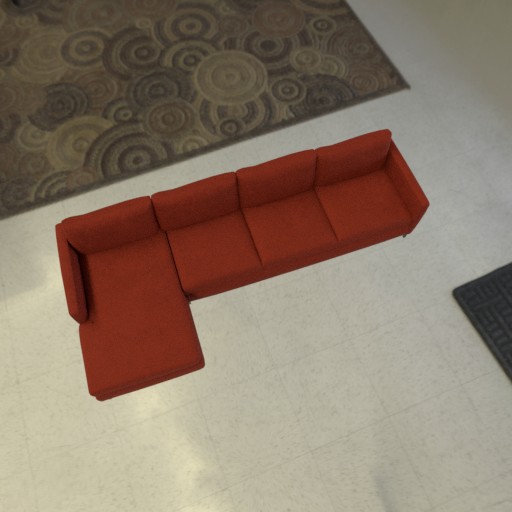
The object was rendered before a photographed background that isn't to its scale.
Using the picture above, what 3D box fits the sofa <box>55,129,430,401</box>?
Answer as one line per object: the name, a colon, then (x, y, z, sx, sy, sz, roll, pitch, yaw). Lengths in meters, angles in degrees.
sofa: (0.000, 0.000, 3.002, 2.467, 0.663, 1.136, -17, 66, -8)
